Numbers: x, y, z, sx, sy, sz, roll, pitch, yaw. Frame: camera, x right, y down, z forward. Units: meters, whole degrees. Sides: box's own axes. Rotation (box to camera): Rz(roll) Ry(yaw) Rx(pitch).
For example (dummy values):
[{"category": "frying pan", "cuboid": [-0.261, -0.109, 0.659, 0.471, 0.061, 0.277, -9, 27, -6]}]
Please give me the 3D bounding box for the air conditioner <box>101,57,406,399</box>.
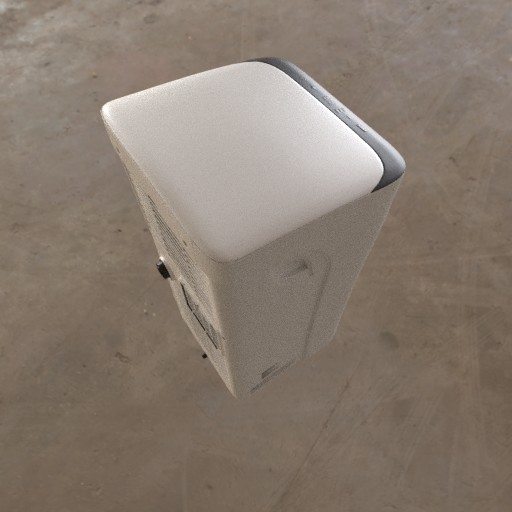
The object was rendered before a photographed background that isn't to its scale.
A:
[{"category": "air conditioner", "cuboid": [0.000, 0.000, 0.933, 0.369, 0.716, 0.352, -30, 62, -18]}]
